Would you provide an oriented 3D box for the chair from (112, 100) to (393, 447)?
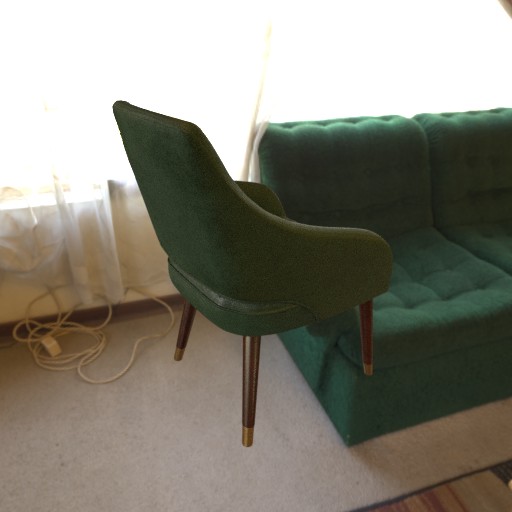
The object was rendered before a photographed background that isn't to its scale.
[{"bbox_3d":[0.000,0.000,1.575,0.794,1.081,0.683,-18,32,-31],"label":"chair"}]
